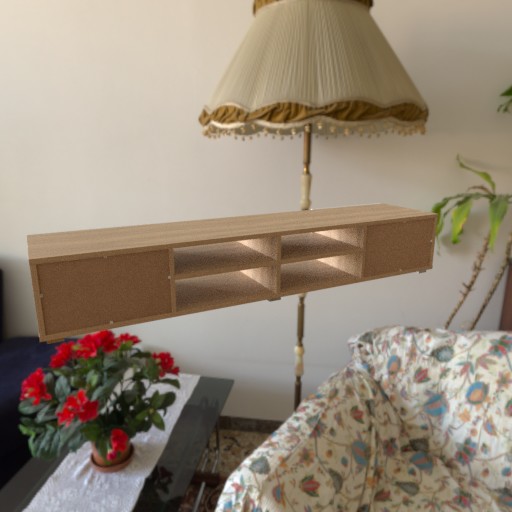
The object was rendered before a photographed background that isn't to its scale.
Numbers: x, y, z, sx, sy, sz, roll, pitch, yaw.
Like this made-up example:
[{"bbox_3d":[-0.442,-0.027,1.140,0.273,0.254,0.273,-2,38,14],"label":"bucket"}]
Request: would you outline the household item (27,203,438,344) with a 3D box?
[{"bbox_3d":[0.000,0.000,2.044,1.850,0.310,0.420,-8,17,-26],"label":"household item"}]
